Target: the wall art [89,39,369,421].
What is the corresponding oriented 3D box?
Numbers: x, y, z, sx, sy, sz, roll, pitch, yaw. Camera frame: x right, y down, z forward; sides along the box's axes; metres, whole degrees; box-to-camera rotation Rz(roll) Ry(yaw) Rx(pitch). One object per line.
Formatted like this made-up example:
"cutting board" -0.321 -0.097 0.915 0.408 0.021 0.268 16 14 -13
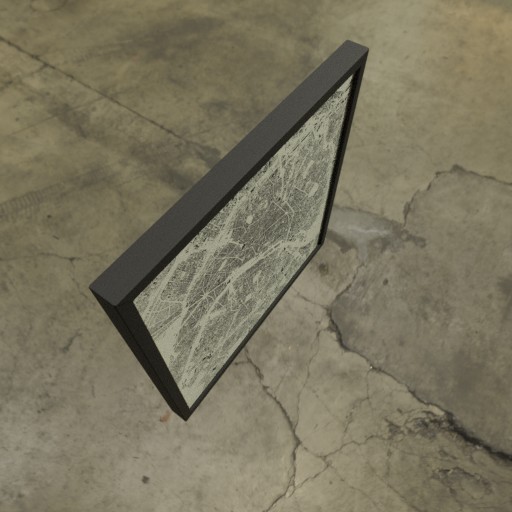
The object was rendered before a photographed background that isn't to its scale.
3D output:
"wall art" 0.000 0.000 0.750 0.037 0.508 0.508 32 63 18
